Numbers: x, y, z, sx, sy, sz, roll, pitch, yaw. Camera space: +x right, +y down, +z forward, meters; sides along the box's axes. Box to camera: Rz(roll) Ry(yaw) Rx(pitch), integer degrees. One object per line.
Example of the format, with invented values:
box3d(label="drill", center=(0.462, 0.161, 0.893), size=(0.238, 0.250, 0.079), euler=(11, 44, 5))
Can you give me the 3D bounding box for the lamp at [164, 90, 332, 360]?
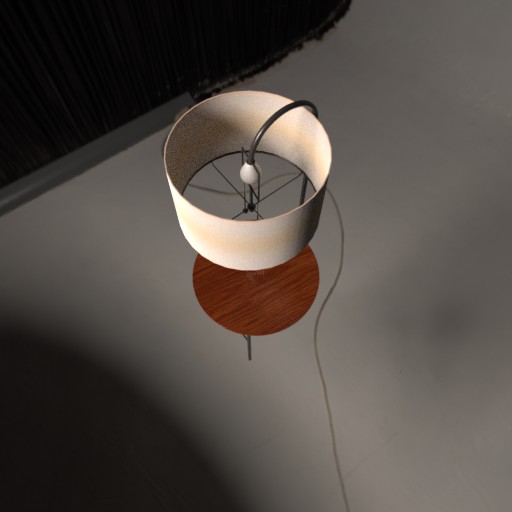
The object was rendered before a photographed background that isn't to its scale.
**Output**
box3d(label="lamp", center=(0.000, 0.000, 1.848), size=(0.573, 1.517, 0.573), euler=(0, 63, 0))
